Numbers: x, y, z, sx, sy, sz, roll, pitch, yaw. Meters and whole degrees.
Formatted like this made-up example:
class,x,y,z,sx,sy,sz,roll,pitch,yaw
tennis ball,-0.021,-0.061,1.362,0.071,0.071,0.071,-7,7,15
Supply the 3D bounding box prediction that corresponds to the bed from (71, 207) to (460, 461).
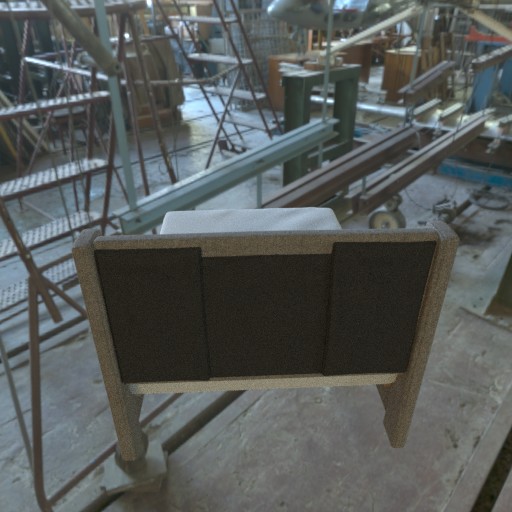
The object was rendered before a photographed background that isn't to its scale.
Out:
class,x,y,z,sx,sy,sz,roll,pitch,yaw
bed,0.000,0.000,3.264,1.714,1.481,2.245,-2,31,-3
